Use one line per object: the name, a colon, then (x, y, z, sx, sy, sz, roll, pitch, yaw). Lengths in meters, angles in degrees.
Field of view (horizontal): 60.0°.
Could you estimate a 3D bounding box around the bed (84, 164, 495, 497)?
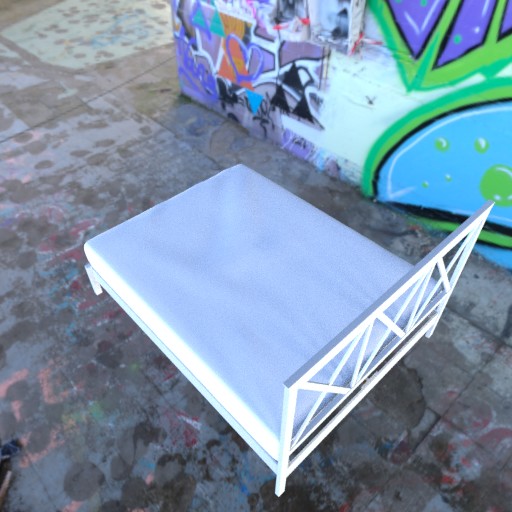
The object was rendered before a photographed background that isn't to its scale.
bed: (0.000, 0.000, 3.067, 1.673, 1.253, 2.135, -33, 53, -29)
